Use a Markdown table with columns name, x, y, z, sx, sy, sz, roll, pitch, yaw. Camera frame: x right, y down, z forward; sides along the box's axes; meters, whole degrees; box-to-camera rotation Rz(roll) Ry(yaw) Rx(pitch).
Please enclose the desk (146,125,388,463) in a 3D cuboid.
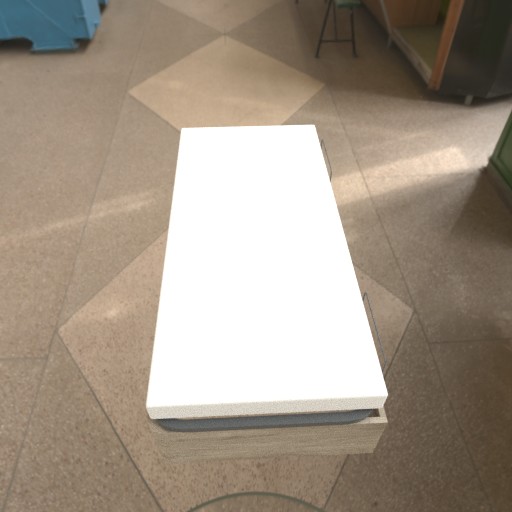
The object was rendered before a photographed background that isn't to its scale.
| name | x | y | z | sx | sy | sz | roll | pitch | yaw |
| --- | --- | --- | --- | --- | --- | --- | --- | --- | --- |
| desk | 0.000 | 0.000 | 2.332 | 0.900 | 0.455 | 1.900 | -2 | 46 | -2 |
